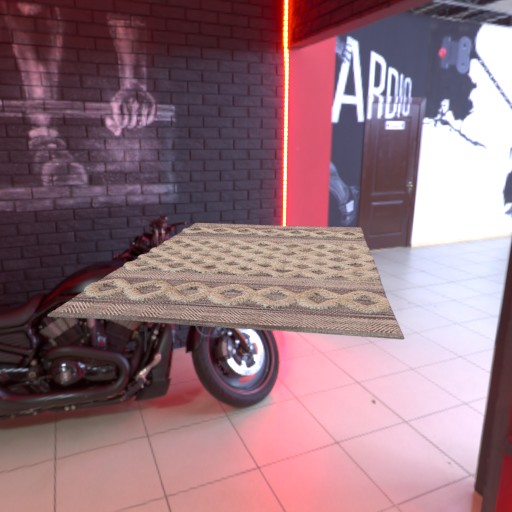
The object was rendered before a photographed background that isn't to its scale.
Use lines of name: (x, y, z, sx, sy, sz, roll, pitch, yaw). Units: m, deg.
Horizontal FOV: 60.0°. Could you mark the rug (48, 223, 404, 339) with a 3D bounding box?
rug: (0.000, 0.000, 2.342, 1.222, 0.030, 1.823, 2, 15, 9)
